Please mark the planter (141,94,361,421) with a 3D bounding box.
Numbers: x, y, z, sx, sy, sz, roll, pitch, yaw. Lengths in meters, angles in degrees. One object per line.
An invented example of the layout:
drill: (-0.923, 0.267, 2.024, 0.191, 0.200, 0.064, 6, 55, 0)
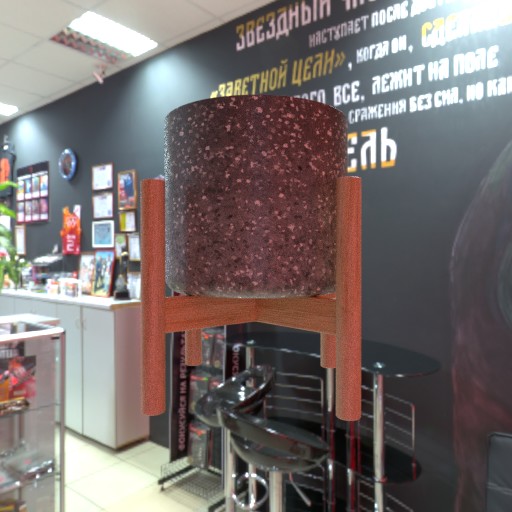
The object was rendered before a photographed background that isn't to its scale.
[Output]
planter: (0.000, 0.000, 0.549, 0.284, 0.320, 0.284, 0, 0, -18)
